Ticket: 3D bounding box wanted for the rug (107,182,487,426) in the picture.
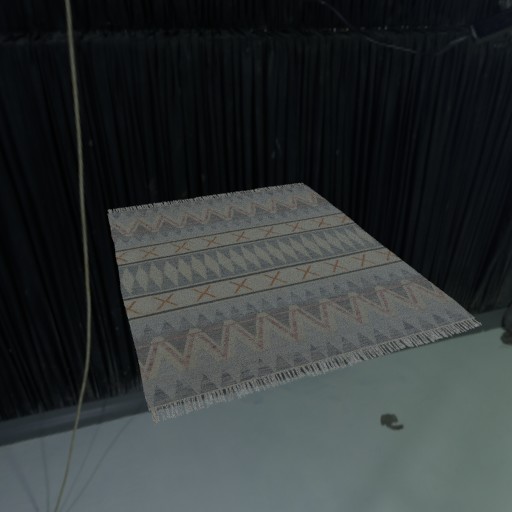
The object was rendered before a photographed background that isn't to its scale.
[{"bbox_3d":[0.000,0.000,3.962,2.371,0.012,3.000,-11,32,-18],"label":"rug"}]
